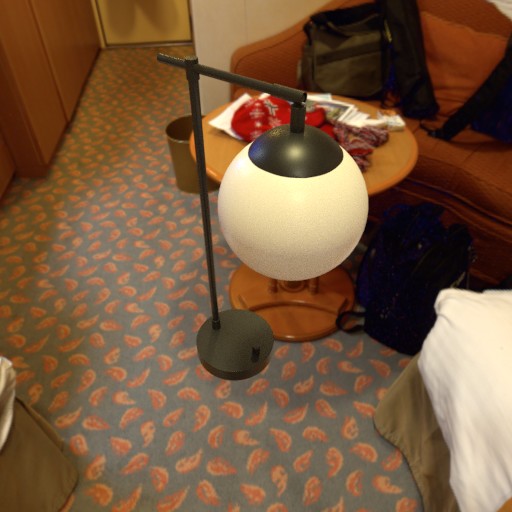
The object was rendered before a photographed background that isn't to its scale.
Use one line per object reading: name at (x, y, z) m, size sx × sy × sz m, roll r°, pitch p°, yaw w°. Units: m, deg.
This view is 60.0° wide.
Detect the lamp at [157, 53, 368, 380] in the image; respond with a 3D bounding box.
lamp at (0.000, 0.000, 0.696) m, size 0.316 × 0.559 × 0.197 m, roll 26°, pitch 48°, yaw 26°
